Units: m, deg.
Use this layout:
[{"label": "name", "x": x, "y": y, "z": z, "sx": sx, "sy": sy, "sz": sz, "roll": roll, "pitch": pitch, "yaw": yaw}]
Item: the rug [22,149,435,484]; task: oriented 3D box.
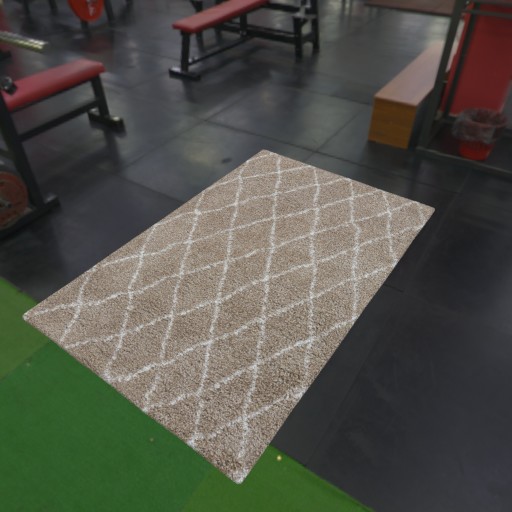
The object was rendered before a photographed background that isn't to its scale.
[{"label": "rug", "x": 0.000, "y": 0.000, "z": 3.314, "sx": 1.778, "sy": 0.030, "sz": 2.743, "roll": 26, "pitch": 48, "yaw": 26}]
